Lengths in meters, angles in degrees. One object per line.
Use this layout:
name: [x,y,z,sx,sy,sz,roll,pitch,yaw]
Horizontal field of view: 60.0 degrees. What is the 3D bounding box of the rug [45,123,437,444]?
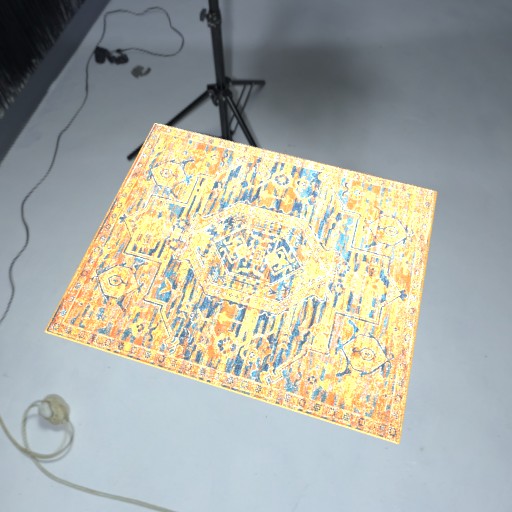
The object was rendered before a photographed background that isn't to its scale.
rug: [0.000,0.000,4.102,3.040,0.031,2.435,15,65,7]
